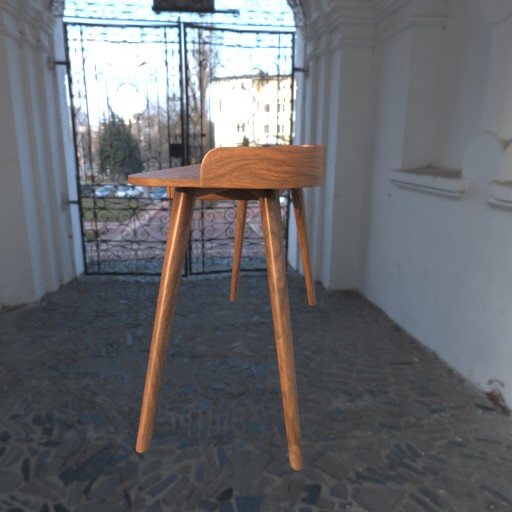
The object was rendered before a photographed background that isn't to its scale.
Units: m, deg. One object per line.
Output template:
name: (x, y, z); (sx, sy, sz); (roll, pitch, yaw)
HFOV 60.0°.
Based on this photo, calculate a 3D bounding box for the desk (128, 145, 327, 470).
desk: (0.000, 0.000, 1.656); (0.486, 0.800, 1.256); (2, 14, 9)
